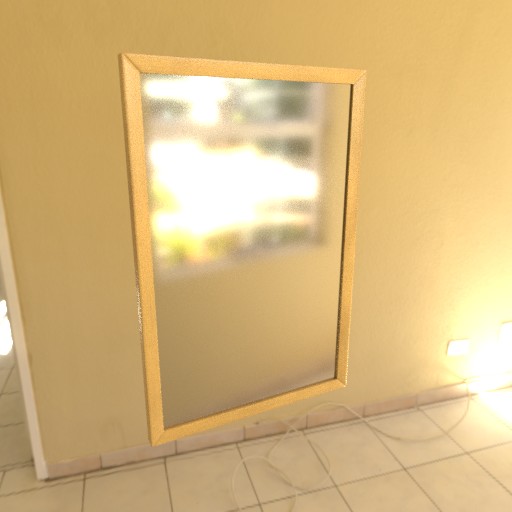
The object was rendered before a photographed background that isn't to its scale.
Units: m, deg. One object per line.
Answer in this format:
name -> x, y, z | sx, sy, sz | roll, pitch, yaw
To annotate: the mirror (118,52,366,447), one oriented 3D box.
mirror -> 0.000, 0.000, 1.138 | 0.609, 0.915, 0.040 | -8, 18, -26
